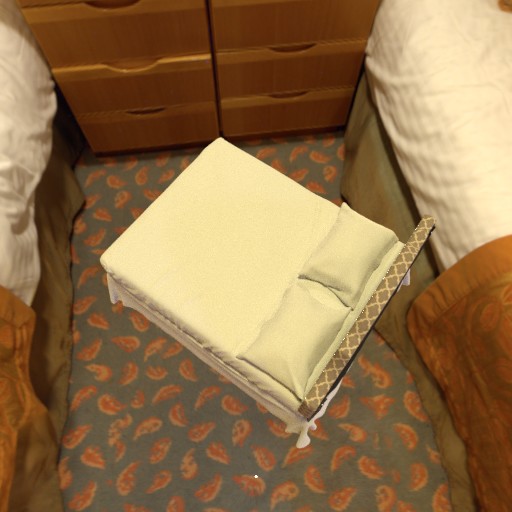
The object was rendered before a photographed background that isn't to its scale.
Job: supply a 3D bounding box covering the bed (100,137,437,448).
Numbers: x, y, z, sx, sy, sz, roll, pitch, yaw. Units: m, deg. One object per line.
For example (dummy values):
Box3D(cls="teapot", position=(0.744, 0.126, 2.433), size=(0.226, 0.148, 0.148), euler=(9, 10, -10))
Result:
Box3D(cls="bed", position=(0.000, 0.000, 3.446), size=(2.222, 1.633, 1.780), euler=(33, 68, 15))
